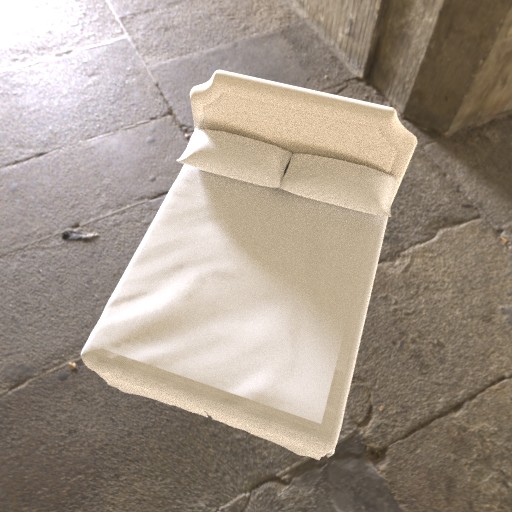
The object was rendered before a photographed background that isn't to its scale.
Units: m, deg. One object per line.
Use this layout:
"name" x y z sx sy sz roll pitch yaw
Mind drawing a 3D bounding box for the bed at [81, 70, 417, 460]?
"bed" 0.000 0.000 3.752 2.134 1.524 2.548 16 61 9
